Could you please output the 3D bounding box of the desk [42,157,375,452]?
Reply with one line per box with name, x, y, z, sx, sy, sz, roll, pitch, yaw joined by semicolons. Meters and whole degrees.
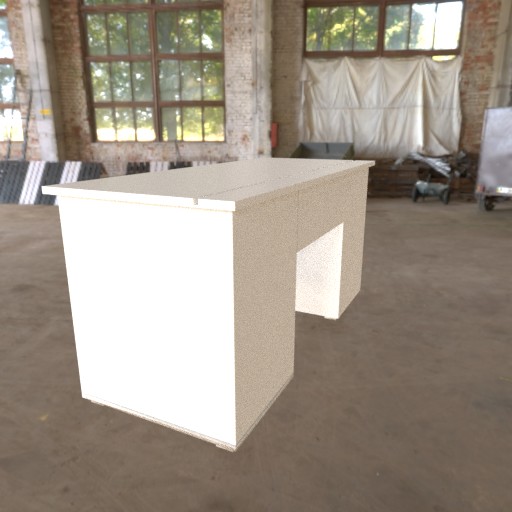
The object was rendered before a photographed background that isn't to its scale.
desk;0.000;0.000;1.986;0.670;0.760;1.580;8;18;25
